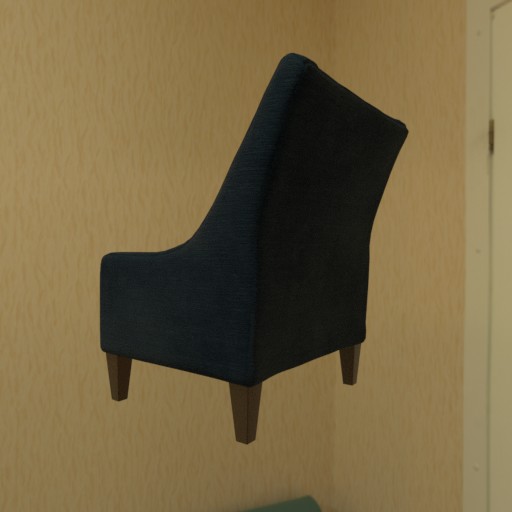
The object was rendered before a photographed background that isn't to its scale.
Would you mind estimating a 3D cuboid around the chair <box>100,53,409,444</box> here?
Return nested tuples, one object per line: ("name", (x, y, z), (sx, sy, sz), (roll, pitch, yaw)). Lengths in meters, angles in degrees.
("chair", (0.000, 0.000, 1.615), (0.870, 1.014, 0.774), (0, 1, 37))
